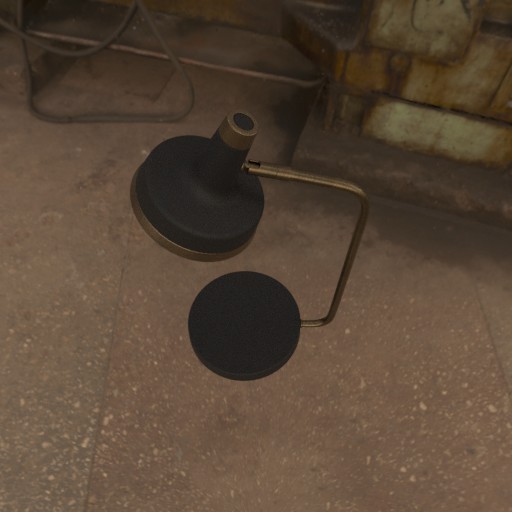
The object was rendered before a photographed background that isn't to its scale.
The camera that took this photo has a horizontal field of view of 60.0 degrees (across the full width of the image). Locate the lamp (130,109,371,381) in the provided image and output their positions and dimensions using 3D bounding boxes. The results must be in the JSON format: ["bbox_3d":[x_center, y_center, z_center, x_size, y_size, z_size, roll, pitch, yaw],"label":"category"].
[{"bbox_3d":[0.000,0.000,0.483,0.218,0.385,0.162,1,58,1],"label":"lamp"}]
